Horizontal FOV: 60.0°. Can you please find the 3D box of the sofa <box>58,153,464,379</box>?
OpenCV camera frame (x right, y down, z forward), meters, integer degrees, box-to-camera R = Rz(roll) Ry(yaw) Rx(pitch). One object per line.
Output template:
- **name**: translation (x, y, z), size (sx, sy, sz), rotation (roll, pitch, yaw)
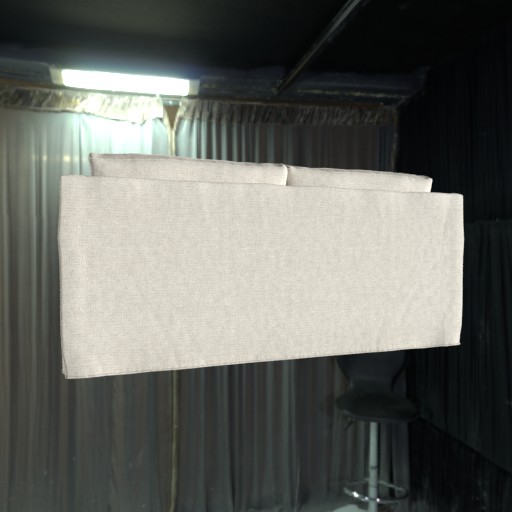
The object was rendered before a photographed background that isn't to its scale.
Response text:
- **sofa**: translation (0.000, 0.000, 2.228), size (1.766, 0.828, 0.956), rotation (0, 1, -19)
